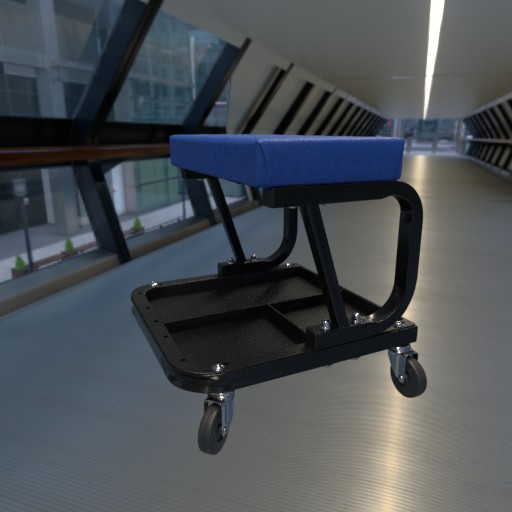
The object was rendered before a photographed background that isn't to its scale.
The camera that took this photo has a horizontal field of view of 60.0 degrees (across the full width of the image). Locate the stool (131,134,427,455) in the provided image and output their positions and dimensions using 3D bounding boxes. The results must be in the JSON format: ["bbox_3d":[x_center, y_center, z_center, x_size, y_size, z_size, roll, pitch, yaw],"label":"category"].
[{"bbox_3d":[0.000,0.000,0.724,0.371,0.380,0.446,-8,18,-25],"label":"stool"}]
